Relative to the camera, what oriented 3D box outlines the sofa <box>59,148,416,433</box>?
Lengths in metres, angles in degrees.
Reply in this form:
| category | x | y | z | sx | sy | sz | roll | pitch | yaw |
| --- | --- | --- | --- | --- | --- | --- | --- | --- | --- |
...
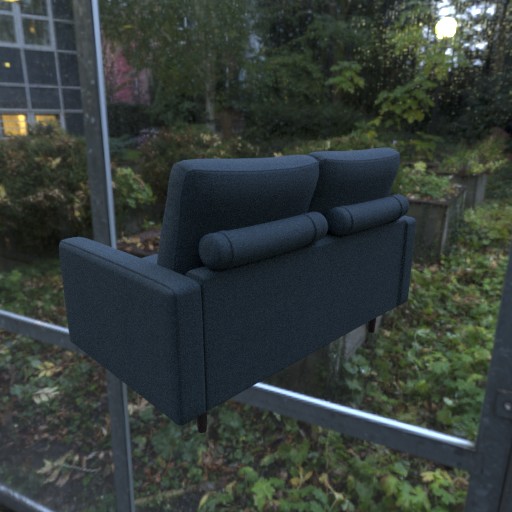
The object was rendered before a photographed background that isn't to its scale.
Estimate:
| category | x | y | z | sx | sy | sz | roll | pitch | yaw |
| --- | --- | --- | --- | --- | --- | --- | --- | --- | --- |
| sofa | 0.000 | 0.000 | 1.947 | 1.407 | 0.907 | 0.842 | -15 | 22 | -43 |
